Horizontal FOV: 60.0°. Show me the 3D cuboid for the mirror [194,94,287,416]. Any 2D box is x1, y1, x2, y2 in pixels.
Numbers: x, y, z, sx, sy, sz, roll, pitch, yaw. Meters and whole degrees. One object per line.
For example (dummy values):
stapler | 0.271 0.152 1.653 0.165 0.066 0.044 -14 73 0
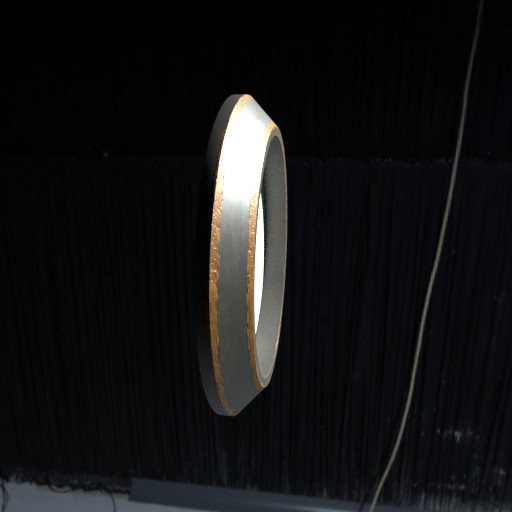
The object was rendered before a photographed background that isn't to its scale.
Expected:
mirror | 0.000 0.000 1.324 0.111 0.907 0.907 3 16 9
